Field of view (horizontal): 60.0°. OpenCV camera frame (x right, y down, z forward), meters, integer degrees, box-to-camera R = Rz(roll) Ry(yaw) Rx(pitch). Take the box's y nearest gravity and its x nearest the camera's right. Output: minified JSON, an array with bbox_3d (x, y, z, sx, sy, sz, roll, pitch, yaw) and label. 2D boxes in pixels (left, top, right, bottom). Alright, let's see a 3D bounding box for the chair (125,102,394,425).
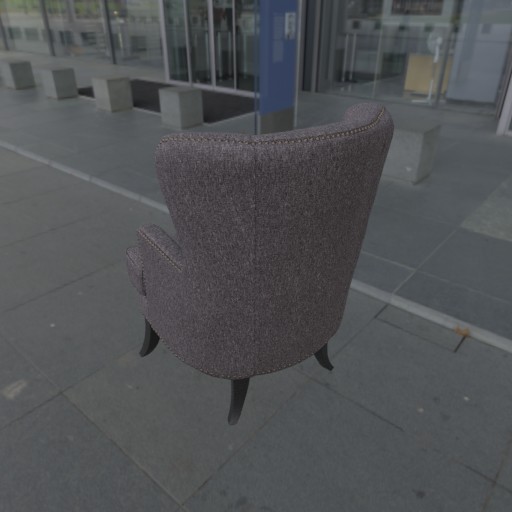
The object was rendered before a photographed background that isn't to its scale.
[{"bbox_3d":[0.000,0.000,1.609,0.759,1.060,0.758,-19,35,-30],"label":"chair"}]
